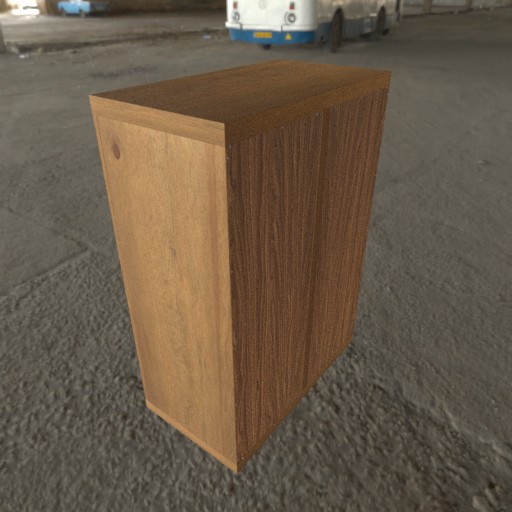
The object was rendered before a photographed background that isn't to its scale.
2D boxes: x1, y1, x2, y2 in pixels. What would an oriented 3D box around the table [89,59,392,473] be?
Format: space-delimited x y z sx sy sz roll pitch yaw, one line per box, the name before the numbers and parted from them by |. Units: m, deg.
table | 0.000 0.000 1.737 0.524 1.294 0.901 22 37 32
